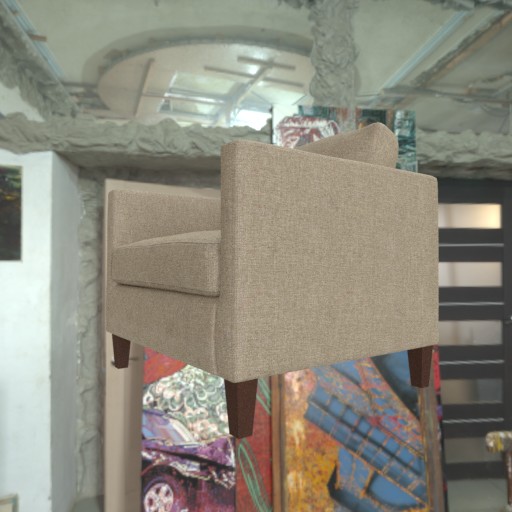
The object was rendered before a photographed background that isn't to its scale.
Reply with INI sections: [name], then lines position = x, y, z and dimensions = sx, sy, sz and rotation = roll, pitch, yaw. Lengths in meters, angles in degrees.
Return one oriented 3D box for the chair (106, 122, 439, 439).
[chair]
position = 0.000, 0.000, 1.832
dimensions = 0.959, 0.987, 1.107
rotation = 1, -1, -36
